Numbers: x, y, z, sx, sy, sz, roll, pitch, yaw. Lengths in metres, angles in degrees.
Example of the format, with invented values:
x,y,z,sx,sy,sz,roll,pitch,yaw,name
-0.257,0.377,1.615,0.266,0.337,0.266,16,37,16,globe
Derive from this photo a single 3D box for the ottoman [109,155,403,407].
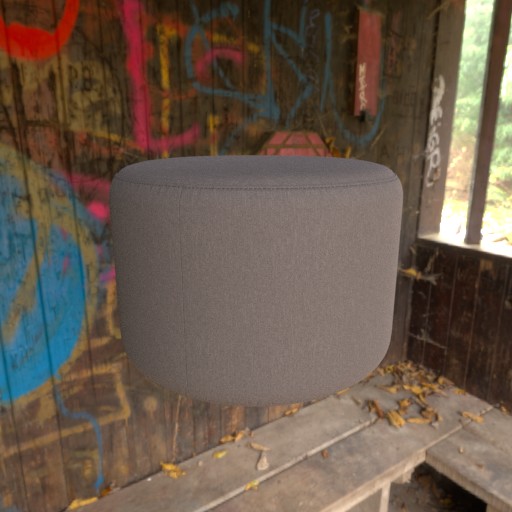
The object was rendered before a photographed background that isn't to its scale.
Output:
x,y,z,sx,sy,sz,roll,pitch,yaw,name
0.000,0.000,0.998,0.608,0.433,0.608,0,15,0,ottoman
